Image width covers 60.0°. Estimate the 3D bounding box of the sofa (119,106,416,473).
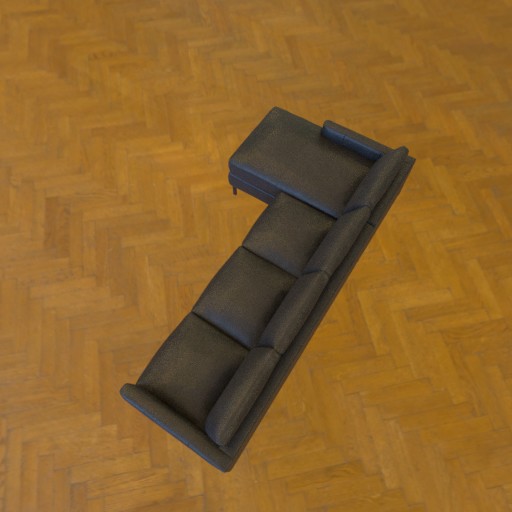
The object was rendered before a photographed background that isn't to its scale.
[{"bbox_3d":[0.000,0.000,3.726,1.471,0.859,2.993,30,67,14],"label":"sofa"}]
